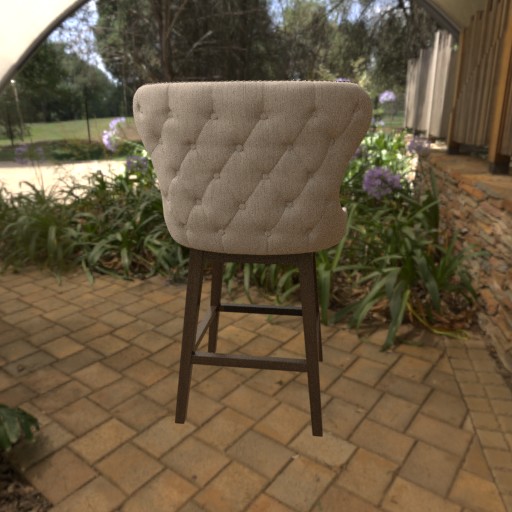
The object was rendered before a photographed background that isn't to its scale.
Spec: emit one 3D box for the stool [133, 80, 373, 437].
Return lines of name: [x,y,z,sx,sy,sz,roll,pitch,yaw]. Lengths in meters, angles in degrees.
stool: [0.000,0.000,1.372,0.615,0.972,0.597,2,17,8]
